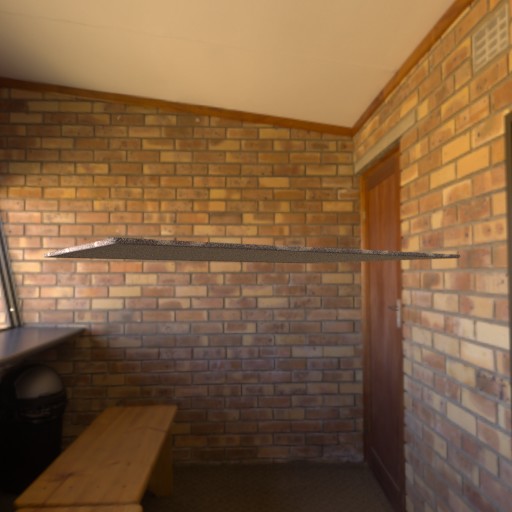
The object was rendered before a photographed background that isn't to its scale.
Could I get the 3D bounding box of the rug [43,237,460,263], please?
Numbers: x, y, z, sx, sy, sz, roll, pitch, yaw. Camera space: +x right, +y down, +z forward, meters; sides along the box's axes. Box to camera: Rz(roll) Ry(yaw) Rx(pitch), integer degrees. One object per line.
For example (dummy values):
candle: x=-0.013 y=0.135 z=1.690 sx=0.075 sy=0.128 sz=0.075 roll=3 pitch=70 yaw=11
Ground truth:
rug: x=0.000 y=0.000 z=2.940 sx=2.348 sy=0.025 sz=1.501 roll=2 pitch=-3 yaw=-35
